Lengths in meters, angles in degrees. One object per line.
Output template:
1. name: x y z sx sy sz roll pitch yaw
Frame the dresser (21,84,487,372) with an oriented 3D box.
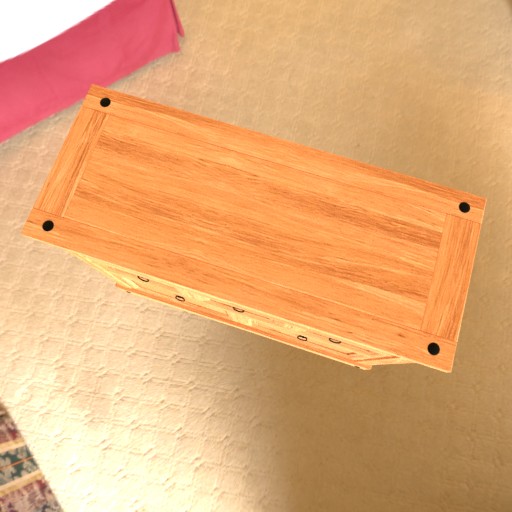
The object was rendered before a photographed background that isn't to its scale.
1. dresser: 0.000 0.000 1.368 0.990 0.740 0.410 17 76 4
